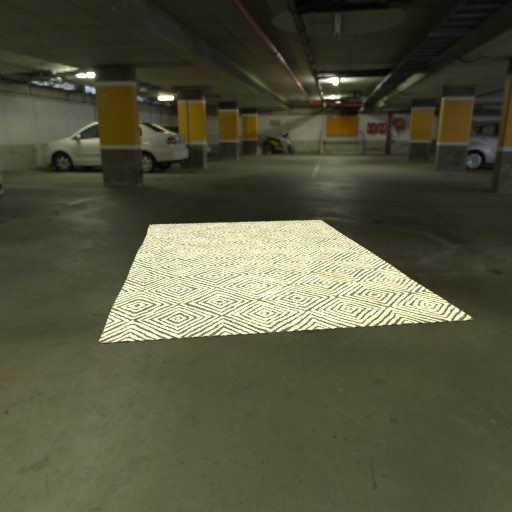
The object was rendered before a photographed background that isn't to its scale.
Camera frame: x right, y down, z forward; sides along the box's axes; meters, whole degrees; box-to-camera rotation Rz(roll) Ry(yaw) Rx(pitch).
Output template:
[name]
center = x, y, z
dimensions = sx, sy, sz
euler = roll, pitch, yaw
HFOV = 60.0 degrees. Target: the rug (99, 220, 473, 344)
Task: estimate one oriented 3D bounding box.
[rug]
center = 0.000, 0.000, 2.185
dimensions = 1.177, 0.004, 1.750
euler = -2, 15, -8
